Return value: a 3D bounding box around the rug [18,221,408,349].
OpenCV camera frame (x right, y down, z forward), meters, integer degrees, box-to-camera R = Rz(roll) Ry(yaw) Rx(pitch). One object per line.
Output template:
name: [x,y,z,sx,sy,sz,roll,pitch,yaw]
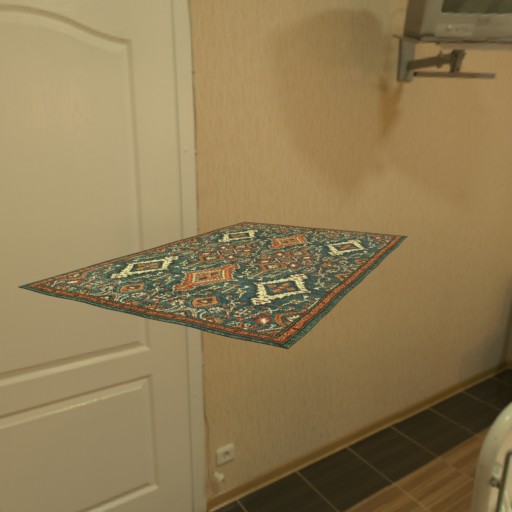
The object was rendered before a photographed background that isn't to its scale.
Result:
rug: [0.000,0.000,4.168,2.190,0.008,3.371,7,15,27]
